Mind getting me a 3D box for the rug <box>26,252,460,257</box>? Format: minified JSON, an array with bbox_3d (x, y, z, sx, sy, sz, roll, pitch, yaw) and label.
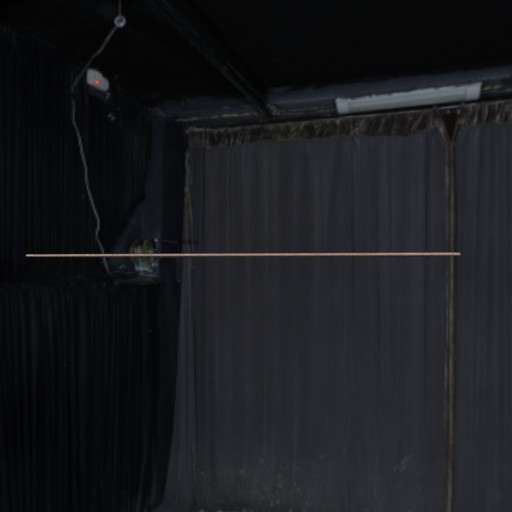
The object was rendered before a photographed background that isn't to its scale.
[{"bbox_3d":[0.000,0.000,2.900,2.286,0.011,1.524,0,0,19],"label":"rug"}]
